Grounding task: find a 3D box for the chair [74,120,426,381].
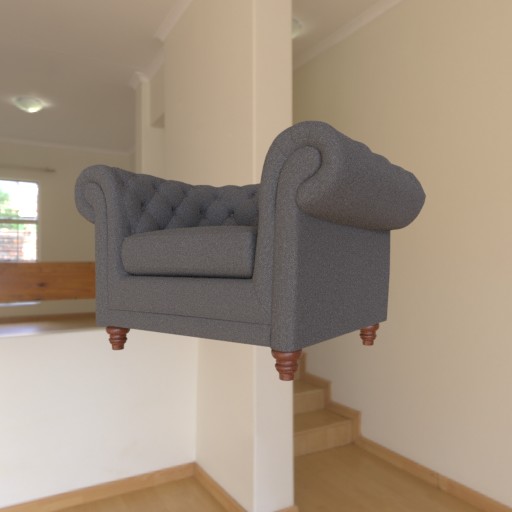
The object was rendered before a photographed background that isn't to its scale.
[{"bbox_3d":[0.000,0.000,1.933,1.270,0.770,0.976,0,-1,35],"label":"chair"}]
